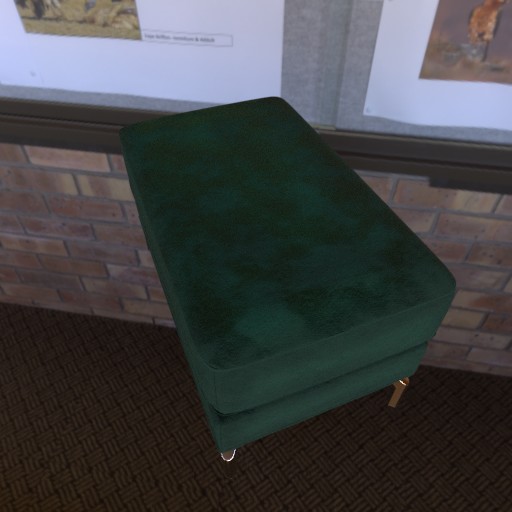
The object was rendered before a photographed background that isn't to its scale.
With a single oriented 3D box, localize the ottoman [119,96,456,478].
[{"bbox_3d":[0.000,0.000,1.233,0.536,0.533,0.886,-16,48,-15],"label":"ottoman"}]
